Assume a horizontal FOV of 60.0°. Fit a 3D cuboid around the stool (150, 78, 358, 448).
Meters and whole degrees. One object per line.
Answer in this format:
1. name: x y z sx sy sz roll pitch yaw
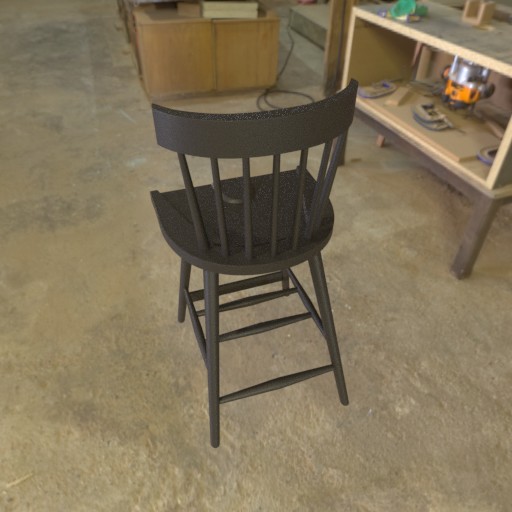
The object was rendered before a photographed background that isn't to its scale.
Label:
1. stool: 0.000 0.000 1.265 0.494 0.953 0.549 -12 42 -14
